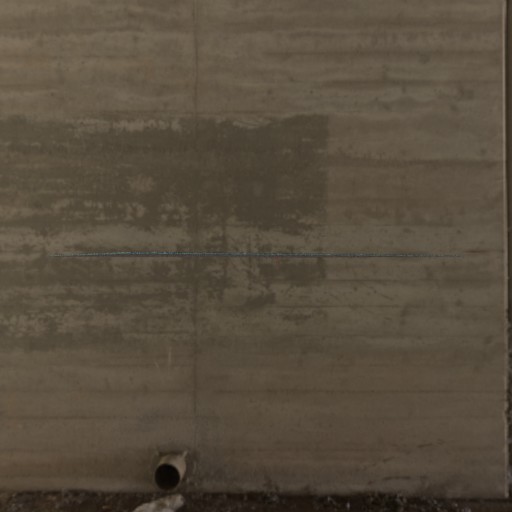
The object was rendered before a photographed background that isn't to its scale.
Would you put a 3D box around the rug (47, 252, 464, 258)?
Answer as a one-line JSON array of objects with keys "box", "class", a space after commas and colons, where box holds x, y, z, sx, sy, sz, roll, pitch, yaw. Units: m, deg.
[{"box": [0.000, 0.000, 4.250, 3.291, 0.013, 2.337, 0, -1, -35], "class": "rug"}]
